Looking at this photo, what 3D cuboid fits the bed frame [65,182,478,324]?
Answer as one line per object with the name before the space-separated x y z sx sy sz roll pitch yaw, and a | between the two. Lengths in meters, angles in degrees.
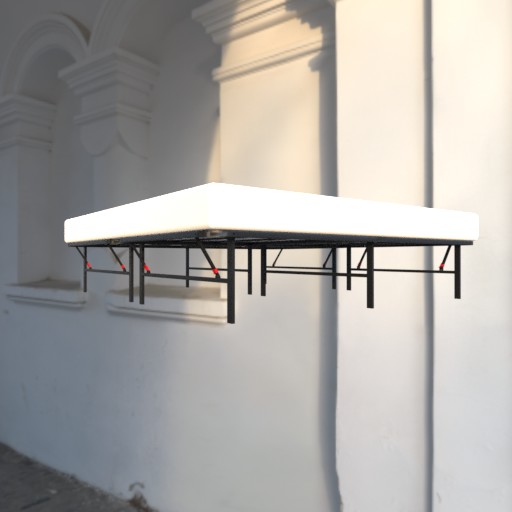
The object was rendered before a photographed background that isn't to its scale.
bed frame | 0.000 0.000 2.965 1.935 0.525 2.033 0 0 -37
